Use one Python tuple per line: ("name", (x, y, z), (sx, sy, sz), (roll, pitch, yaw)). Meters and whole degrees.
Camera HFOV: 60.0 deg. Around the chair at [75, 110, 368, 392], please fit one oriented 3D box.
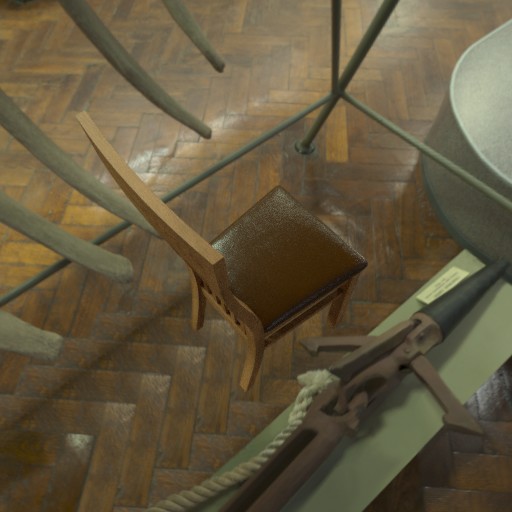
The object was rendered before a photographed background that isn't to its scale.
("chair", (0.000, 0.000, 1.317), (0.580, 1.050, 0.450), (-35, 64, -20))
